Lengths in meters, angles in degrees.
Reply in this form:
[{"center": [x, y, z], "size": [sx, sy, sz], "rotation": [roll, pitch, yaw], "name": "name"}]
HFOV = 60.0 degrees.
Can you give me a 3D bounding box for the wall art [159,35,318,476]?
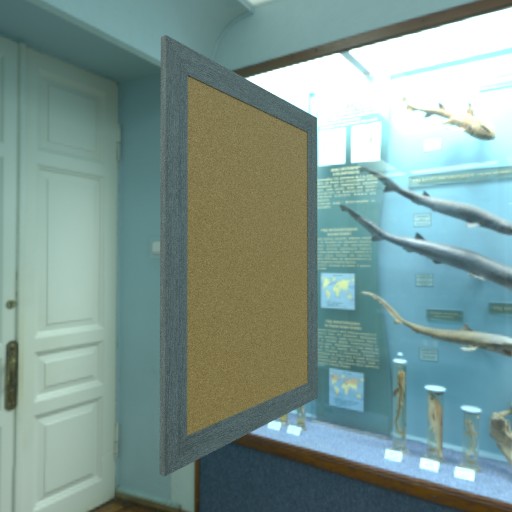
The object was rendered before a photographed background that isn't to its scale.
[{"center": [0.000, 0.000, 1.389], "size": [0.020, 1.070, 0.768], "rotation": [-1, -1, 36], "name": "wall art"}]
